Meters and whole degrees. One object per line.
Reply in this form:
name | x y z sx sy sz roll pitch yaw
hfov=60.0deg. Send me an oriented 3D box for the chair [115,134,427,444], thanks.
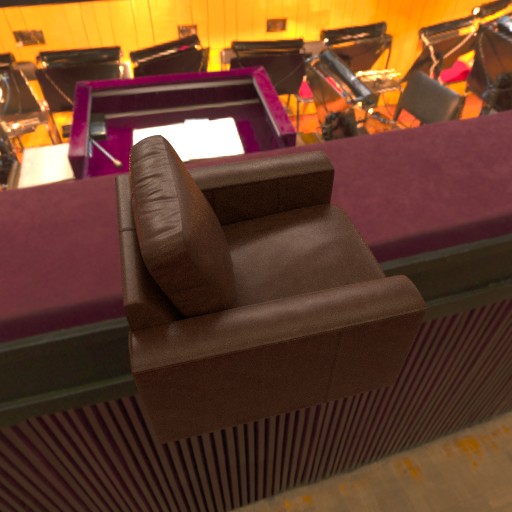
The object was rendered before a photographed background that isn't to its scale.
chair | 0.000 0.000 1.809 1.016 0.873 1.005 -11 47 -10
